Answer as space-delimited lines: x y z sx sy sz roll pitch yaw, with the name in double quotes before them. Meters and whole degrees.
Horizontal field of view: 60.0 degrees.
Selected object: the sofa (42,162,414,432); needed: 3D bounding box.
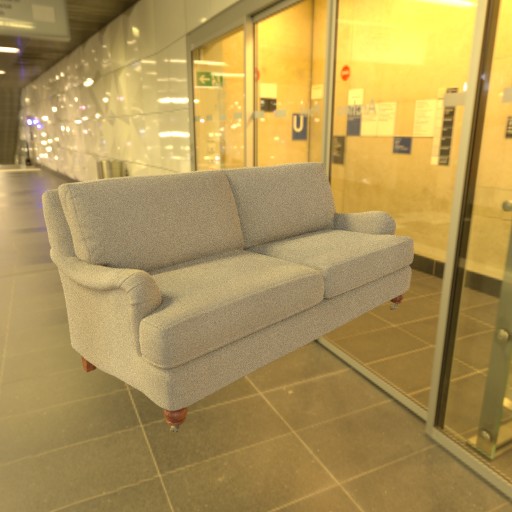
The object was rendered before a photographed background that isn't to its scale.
"sofa" 0.000 0.000 2.631 1.091 0.997 2.070 15 21 43
